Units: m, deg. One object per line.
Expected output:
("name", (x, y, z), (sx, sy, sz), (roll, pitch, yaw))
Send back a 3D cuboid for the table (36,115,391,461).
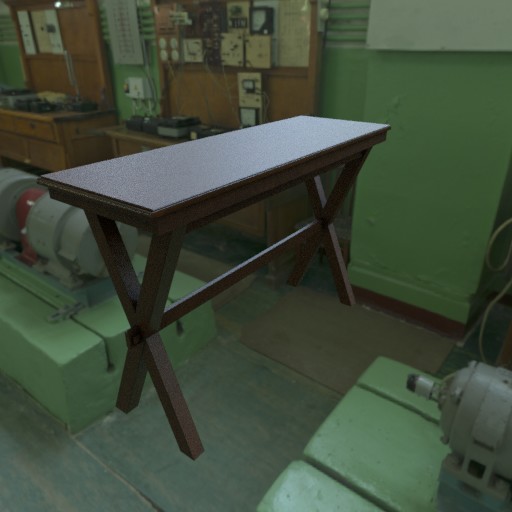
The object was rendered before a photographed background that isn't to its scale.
("table", (0.000, 0.000, 1.530), (0.399, 0.763, 1.197), (18, 31, 32))
